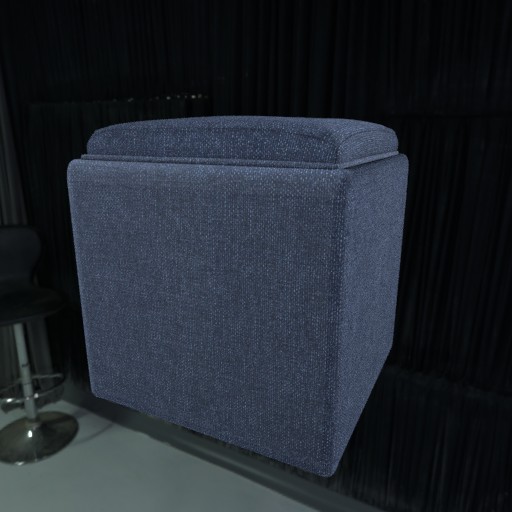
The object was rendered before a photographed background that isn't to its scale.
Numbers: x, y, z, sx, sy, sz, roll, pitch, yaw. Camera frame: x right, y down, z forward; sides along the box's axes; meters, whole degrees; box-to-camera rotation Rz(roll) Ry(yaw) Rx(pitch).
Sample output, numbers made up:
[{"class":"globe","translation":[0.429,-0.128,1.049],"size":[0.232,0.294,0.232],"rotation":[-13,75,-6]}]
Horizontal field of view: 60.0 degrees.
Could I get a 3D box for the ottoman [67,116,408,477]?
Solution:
[{"class":"ottoman","translation":[0.000,0.000,0.822],"size":[0.454,0.493,0.436],"rotation":[8,18,26]}]
